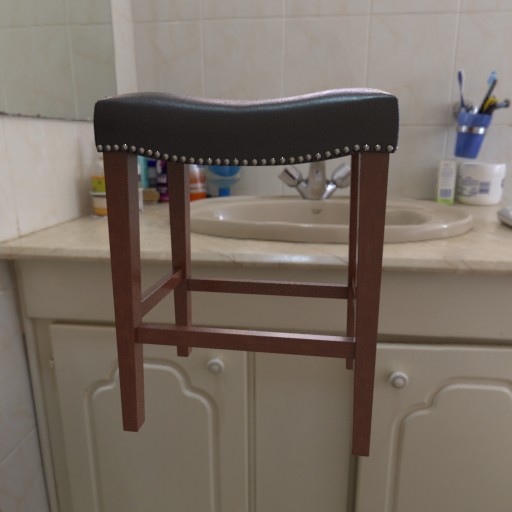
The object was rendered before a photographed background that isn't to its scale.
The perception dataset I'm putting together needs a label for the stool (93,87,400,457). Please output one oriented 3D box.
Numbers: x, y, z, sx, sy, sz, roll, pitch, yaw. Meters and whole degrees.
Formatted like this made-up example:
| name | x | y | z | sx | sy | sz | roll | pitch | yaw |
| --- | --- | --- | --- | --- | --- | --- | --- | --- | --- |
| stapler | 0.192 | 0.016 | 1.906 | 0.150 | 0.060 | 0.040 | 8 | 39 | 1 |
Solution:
| name | x | y | z | sx | sy | sz | roll | pitch | yaw |
| --- | --- | --- | --- | --- | --- | --- | --- | --- | --- |
| stool | 0.000 | 0.000 | 0.943 | 0.504 | 0.654 | 0.372 | 2 | 14 | 9 |
